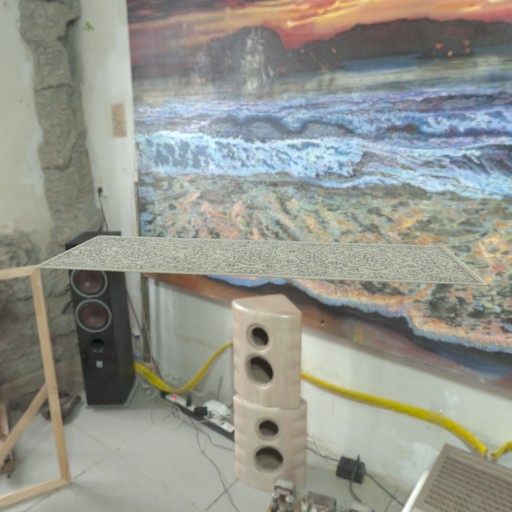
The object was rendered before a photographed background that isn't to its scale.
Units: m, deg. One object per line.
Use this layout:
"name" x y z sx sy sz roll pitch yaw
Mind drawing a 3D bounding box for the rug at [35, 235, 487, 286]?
"rug" 0.000 0.000 2.724 2.431 0.006 0.806 2 16 7
